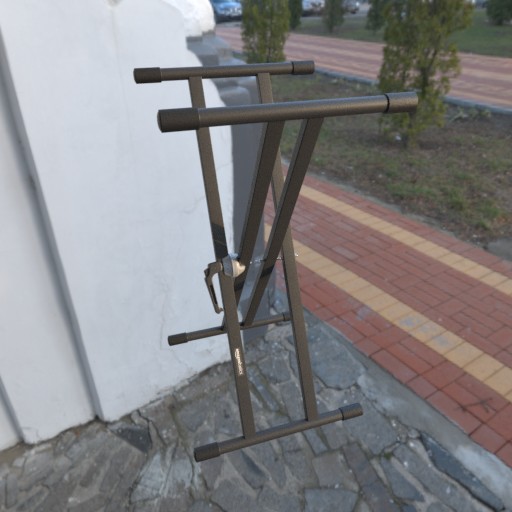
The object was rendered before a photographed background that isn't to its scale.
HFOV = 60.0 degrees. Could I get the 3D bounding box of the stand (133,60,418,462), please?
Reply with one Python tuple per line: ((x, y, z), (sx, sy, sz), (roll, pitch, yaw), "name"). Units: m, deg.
((0.000, 0.000, 1.196), (0.495, 0.900, 0.503), (-9, 32, -15), "stand")
